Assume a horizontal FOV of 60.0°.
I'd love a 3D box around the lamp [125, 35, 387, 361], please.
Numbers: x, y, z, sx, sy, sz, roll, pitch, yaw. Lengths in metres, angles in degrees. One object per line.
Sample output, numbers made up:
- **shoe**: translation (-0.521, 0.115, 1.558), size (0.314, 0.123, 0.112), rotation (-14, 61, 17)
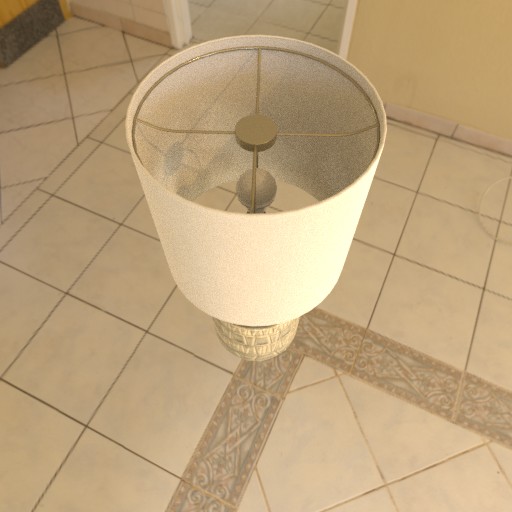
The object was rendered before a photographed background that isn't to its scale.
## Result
- **lamp**: translation (0.000, 0.000, 0.556), size (0.211, 0.455, 0.211), rotation (14, 60, 8)
